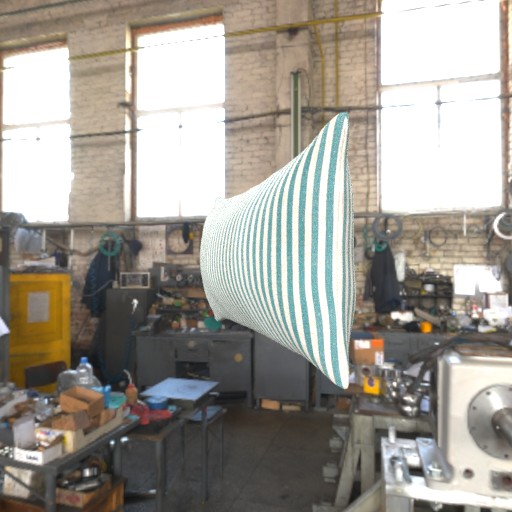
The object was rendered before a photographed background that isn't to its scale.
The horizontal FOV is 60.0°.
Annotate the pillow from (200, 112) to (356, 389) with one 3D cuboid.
[{"bbox_3d":[0.000,0.000,0.757,0.151,0.295,0.617,0,-1,-18],"label":"pillow"}]
